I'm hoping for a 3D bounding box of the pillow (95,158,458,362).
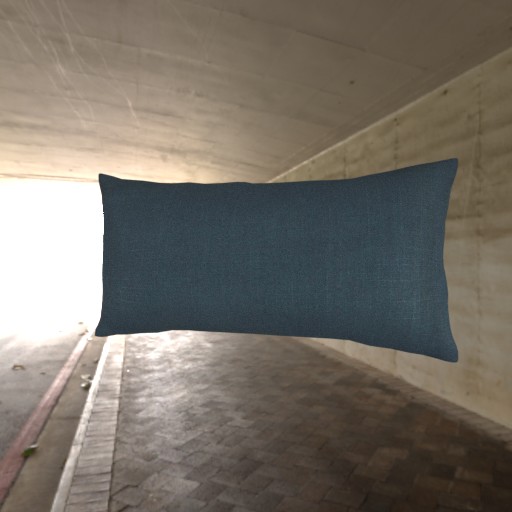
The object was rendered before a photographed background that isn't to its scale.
[{"bbox_3d":[0.000,0.000,0.726,0.609,0.305,0.151,0,0,17],"label":"pillow"}]
